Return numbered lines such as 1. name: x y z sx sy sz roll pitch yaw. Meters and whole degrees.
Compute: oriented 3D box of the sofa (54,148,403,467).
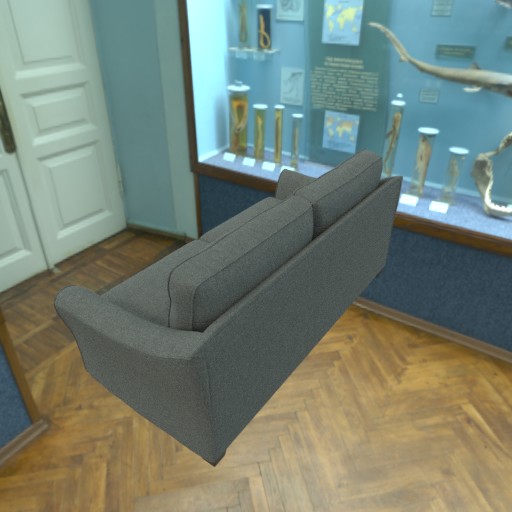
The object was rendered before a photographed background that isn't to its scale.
1. sofa: 0.000 0.000 2.757 1.013 0.976 2.203 20 37 30
